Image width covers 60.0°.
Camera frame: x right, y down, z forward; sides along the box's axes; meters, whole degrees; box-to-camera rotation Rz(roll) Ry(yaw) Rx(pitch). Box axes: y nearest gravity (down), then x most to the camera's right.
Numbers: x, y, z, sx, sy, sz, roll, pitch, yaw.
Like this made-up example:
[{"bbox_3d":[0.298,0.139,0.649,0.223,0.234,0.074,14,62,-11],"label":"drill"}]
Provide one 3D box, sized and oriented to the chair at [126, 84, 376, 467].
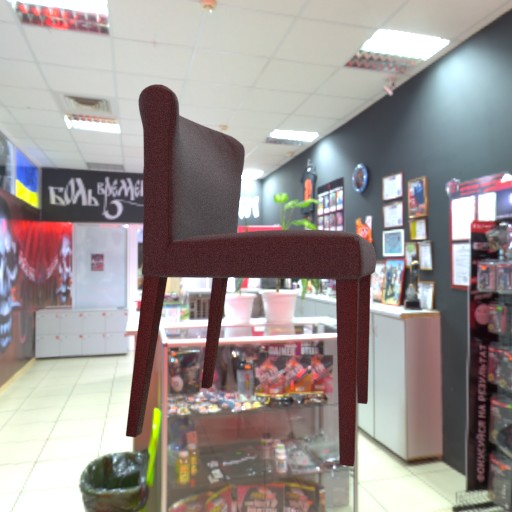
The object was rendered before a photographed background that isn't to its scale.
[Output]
[{"bbox_3d":[0.000,0.000,1.166,0.592,0.839,0.491,0,-1,18],"label":"chair"}]
